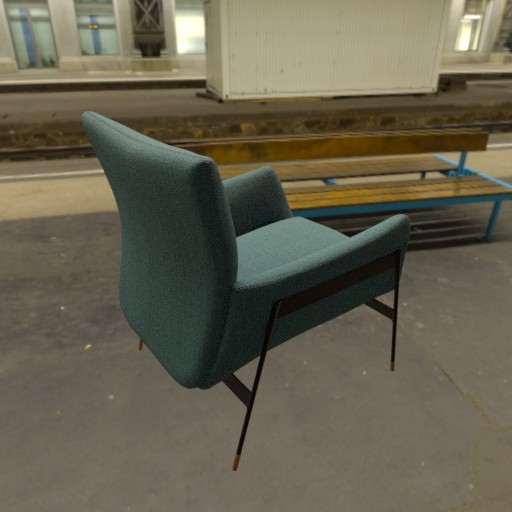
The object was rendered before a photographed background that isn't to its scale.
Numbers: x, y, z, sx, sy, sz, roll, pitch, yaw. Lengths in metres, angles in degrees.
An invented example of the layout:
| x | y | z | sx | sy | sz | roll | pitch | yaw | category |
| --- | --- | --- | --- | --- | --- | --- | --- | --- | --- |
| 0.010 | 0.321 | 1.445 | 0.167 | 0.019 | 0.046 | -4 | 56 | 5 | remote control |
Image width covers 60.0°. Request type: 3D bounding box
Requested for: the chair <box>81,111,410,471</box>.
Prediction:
| x | y | z | sx | sy | sz | roll | pitch | yaw | category |
| --- | --- | --- | --- | --- | --- | --- | --- | --- | --- |
| 0.000 | 0.000 | 1.392 | 0.769 | 0.859 | 0.678 | -18 | 32 | -32 | chair |
